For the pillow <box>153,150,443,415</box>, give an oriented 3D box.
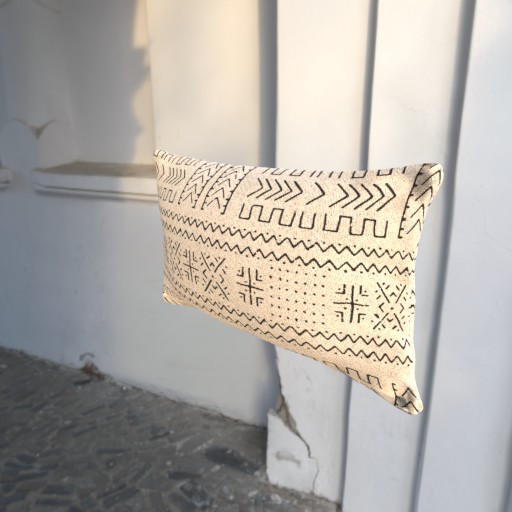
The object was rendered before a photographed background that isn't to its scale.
[{"bbox_3d":[0.000,0.000,0.787,0.188,0.352,0.637,-15,22,-43],"label":"pillow"}]
